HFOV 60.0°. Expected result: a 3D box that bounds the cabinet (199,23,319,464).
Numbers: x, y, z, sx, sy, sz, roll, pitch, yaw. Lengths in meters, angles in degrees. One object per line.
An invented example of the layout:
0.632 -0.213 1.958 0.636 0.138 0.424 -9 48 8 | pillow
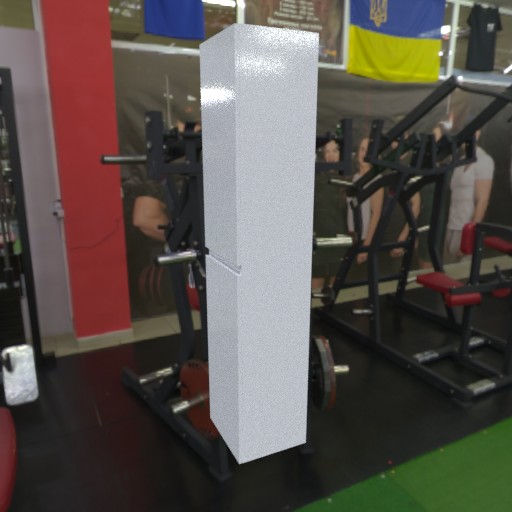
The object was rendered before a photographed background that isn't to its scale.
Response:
0.000 0.000 1.559 0.270 1.400 0.300 -7 16 -24 | cabinet
